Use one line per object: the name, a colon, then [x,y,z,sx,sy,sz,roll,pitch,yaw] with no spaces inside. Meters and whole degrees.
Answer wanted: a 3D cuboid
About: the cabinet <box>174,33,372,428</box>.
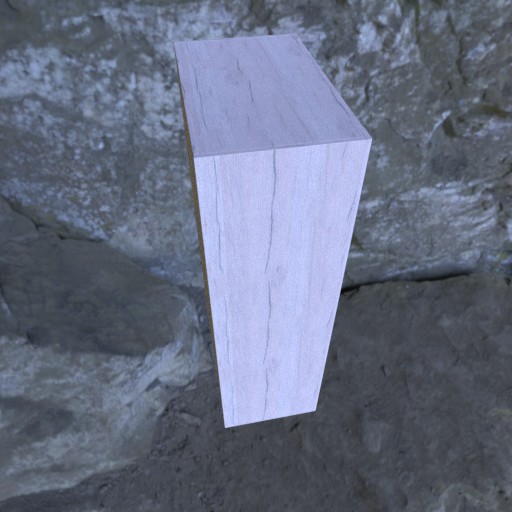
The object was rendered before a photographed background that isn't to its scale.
cabinet: [0.000,0.000,2.417,0.580,1.930,0.980,-8,46,-8]
